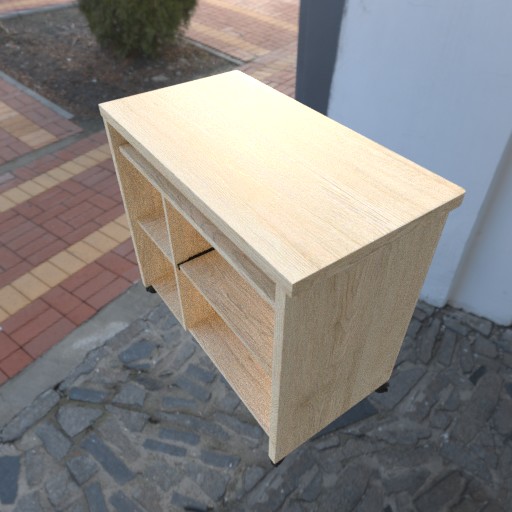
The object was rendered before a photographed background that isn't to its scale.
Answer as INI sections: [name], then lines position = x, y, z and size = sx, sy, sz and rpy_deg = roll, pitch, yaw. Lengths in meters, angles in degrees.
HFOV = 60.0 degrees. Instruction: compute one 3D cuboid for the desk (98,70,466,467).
[desk]
position = 0.000, 0.000, 1.361
size = 0.480, 0.770, 0.885
rpy_deg = -25, 48, -26
